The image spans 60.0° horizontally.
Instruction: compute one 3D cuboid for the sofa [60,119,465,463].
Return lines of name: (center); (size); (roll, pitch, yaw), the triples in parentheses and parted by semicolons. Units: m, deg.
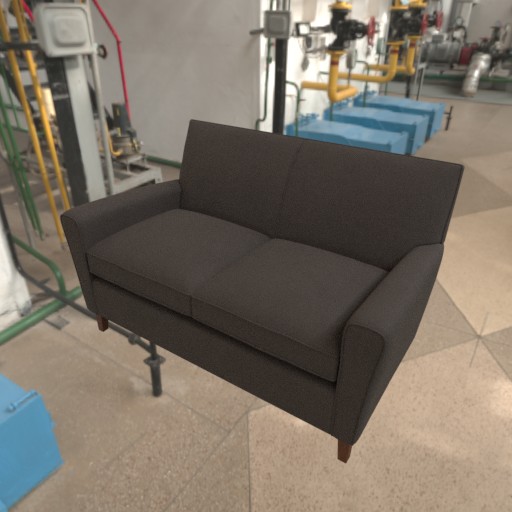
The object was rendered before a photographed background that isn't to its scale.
sofa: (0.000, 0.000, 1.908); (1.420, 0.846, 0.871); (18, 34, 29)
